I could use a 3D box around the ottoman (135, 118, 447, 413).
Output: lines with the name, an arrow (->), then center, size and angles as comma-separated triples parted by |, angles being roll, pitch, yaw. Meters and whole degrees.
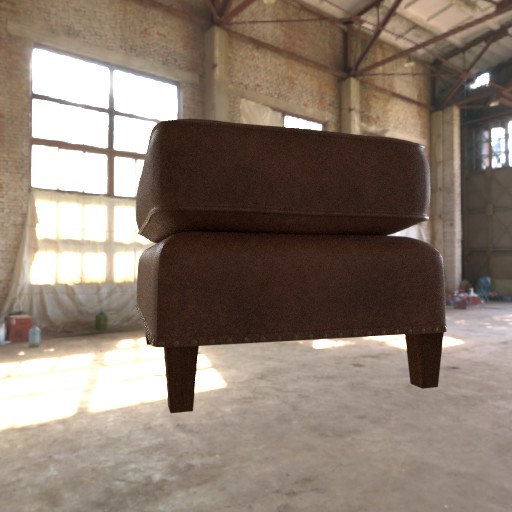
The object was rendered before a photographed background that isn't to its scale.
ottoman -> 0.000, 0.000, 1.143 | 0.589, 0.537, 0.738 | 0, -1, -17
